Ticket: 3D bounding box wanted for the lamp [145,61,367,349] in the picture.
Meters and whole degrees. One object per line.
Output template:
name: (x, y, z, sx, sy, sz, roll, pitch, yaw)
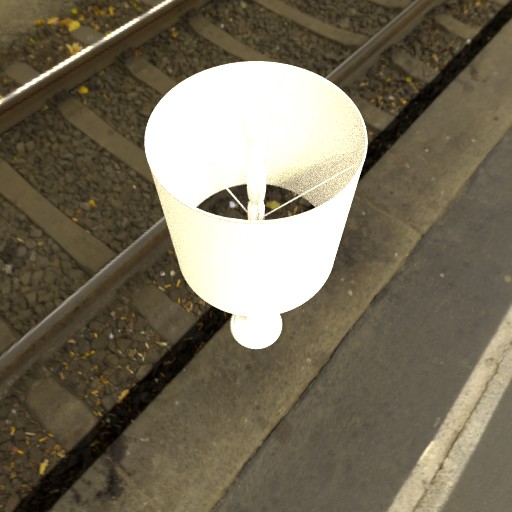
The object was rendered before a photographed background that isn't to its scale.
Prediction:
lamp: (0.000, 0.000, 0.739, 0.250, 0.597, 0.250, 16, 61, 10)
